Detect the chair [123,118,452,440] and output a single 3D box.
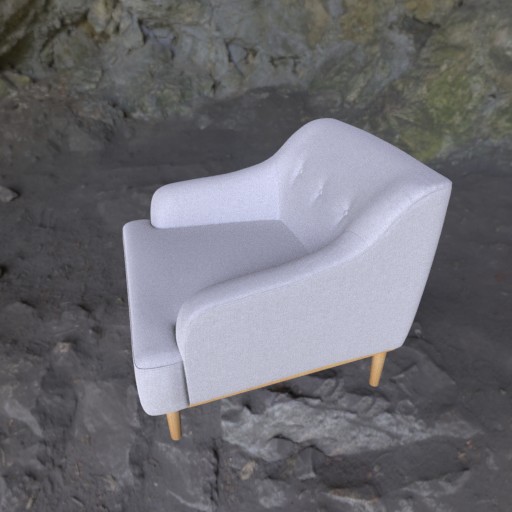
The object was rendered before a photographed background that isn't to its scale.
[{"bbox_3d":[0.000,0.000,1.653,0.951,0.818,0.946,-9,32,-14],"label":"chair"}]
